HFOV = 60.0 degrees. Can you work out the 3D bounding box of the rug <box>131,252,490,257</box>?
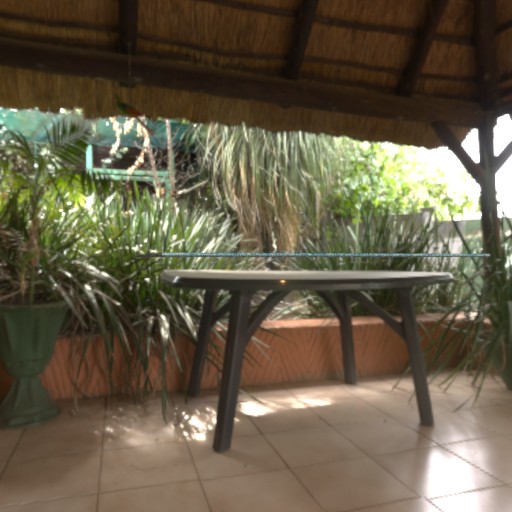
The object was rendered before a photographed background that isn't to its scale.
[{"bbox_3d":[0.000,0.000,3.002,1.524,0.015,2.438,0,0,-18],"label":"rug"}]
